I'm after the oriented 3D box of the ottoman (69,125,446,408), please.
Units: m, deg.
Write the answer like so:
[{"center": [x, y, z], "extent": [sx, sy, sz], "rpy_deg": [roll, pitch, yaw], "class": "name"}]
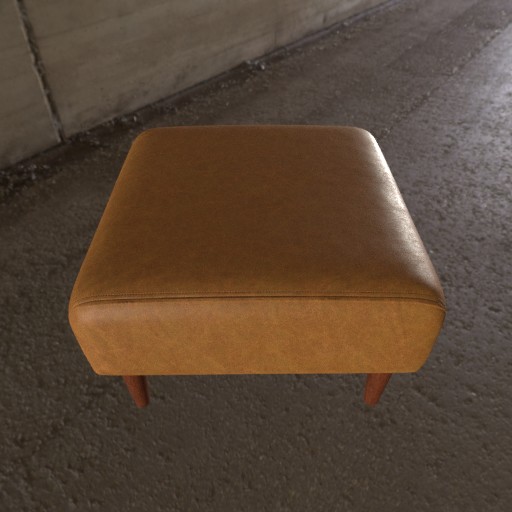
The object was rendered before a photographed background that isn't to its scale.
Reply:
[{"center": [0.000, 0.000, 1.046], "extent": [0.650, 0.399, 0.650], "rpy_deg": [0, 42, 0], "class": "ottoman"}]
